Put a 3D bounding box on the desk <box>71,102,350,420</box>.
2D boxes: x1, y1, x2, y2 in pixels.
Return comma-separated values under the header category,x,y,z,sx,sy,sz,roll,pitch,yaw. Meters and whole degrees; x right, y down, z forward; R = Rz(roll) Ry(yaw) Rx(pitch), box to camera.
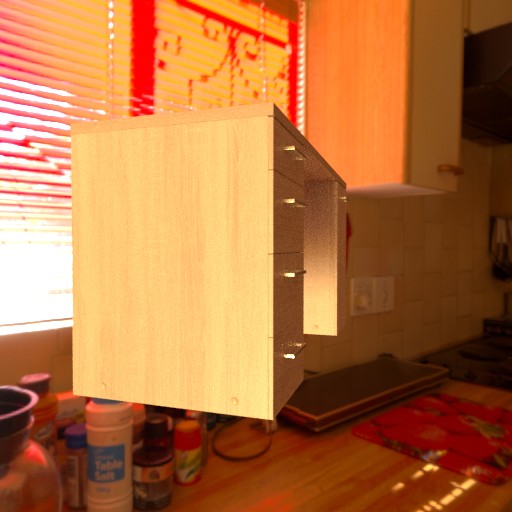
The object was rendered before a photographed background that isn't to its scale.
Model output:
category,x,y,z,sx,sy,sz,roll,pitch,yaw
desk,0.000,0.000,1.771,0.600,0.740,1.390,0,1,18
